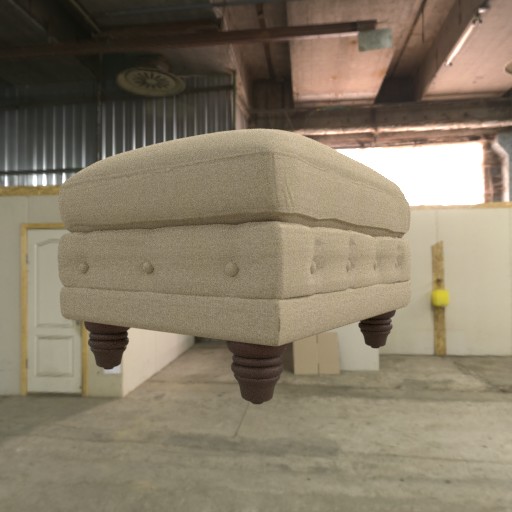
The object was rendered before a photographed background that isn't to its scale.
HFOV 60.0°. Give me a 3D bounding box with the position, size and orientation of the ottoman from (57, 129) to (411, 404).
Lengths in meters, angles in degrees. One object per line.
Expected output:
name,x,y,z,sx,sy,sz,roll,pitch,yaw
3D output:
ottoman,0.000,0.000,1.019,0.541,0.463,0.684,0,0,35
